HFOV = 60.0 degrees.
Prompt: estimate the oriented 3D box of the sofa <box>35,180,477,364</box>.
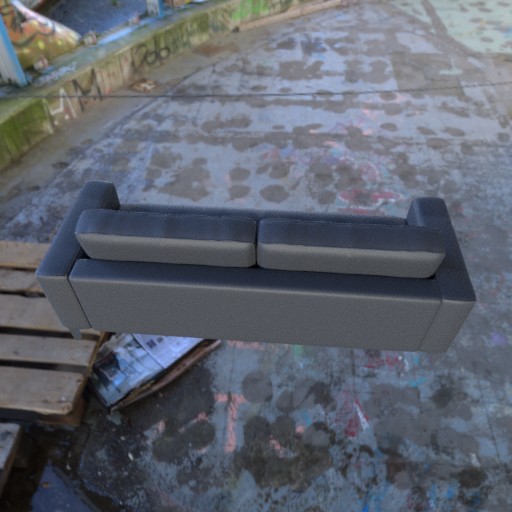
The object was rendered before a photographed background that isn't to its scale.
[{"bbox_3d":[0.000,0.000,2.632,2.275,0.893,0.833,3,47,3],"label":"sofa"}]
